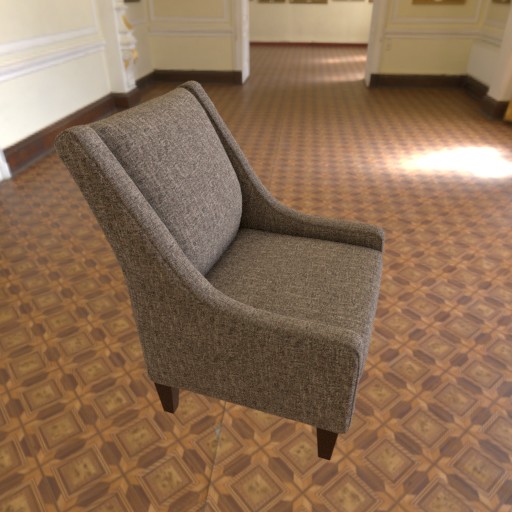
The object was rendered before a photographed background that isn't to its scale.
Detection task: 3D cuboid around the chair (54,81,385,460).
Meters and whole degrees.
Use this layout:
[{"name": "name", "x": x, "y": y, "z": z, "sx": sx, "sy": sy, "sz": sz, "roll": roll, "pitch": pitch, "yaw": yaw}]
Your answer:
[{"name": "chair", "x": 0.000, "y": 0.000, "z": 1.570, "sx": 0.870, "sy": 1.014, "sz": 0.774, "roll": 10, "pitch": 33, "yaw": 16}]
